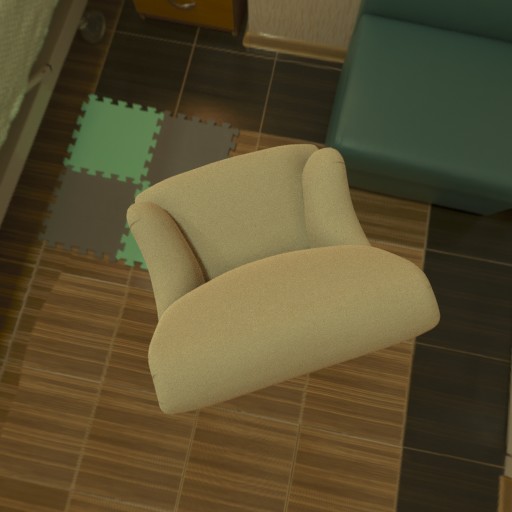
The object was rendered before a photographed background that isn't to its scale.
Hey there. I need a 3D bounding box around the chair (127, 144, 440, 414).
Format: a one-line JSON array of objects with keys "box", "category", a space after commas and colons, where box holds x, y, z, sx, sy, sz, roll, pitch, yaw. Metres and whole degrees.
[{"box": [0.000, 0.000, 1.571, 0.766, 0.942, 0.842, -17, 76, -4], "category": "chair"}]
